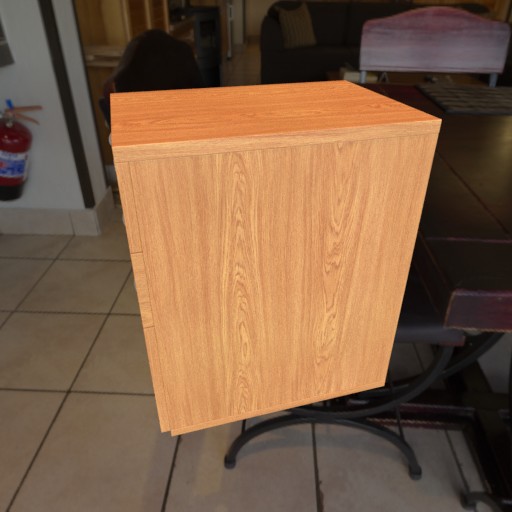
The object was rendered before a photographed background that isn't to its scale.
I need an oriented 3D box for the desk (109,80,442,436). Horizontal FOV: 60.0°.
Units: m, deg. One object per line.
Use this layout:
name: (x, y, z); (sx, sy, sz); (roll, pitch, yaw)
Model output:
desk: (0.000, 0.000, 1.106); (0.600, 0.730, 0.404); (-9, 33, -14)
